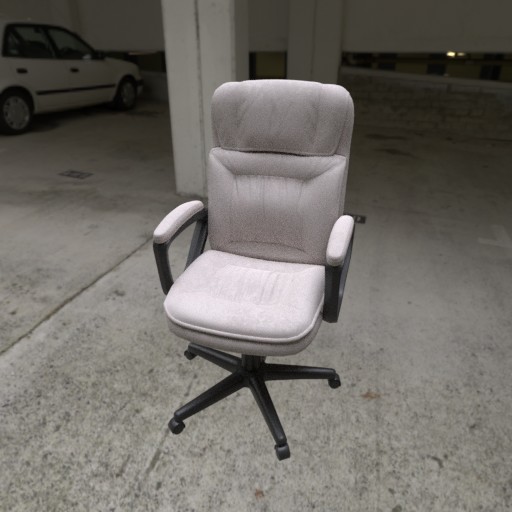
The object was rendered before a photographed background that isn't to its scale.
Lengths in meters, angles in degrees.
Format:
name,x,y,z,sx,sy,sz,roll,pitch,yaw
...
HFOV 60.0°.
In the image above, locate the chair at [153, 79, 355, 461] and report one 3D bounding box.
name,x,y,z,sx,sy,sz,roll,pitch,yaw
chair,0.000,0.000,1.547,0.667,1.105,0.724,7,27,15
